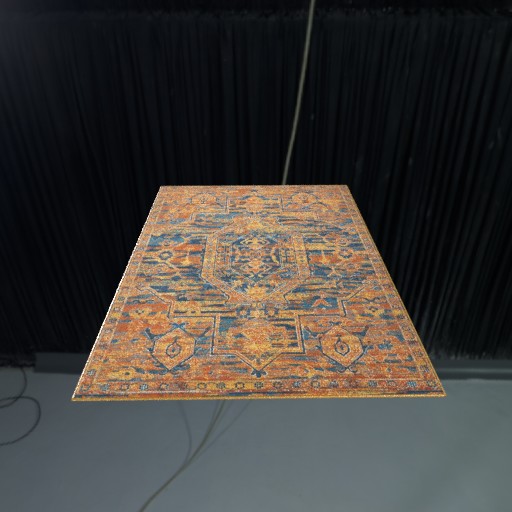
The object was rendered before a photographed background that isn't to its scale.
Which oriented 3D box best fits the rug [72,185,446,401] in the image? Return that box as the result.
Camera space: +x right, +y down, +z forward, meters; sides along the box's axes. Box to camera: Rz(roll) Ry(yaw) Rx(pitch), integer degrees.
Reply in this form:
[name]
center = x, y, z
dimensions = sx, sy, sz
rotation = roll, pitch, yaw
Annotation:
[rug]
center = 0.000, 0.000, 3.643
dimensions = 2.043, 0.019, 2.916
rotation = 0, 32, -1
